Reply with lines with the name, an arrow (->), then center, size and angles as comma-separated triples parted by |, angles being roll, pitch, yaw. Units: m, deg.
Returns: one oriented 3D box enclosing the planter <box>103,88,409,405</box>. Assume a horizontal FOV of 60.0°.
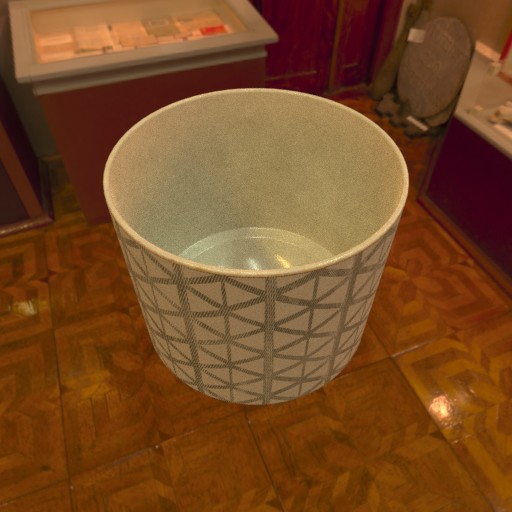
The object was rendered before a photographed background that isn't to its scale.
planter -> 0.000, 0.000, 0.348 | 0.190, 0.181, 0.190 | 0, 48, 0
